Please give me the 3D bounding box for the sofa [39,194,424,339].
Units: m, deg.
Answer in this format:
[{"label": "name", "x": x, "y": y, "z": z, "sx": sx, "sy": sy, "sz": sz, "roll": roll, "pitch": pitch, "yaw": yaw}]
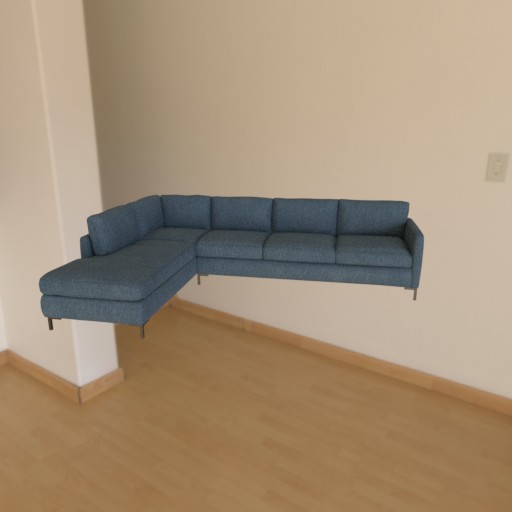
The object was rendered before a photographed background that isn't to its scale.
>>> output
[{"label": "sofa", "x": 0.000, "y": 0.000, "z": 3.952, "sx": 2.949, "sy": 0.815, "sz": 2.007, "roll": 3, "pitch": 16, "yaw": 11}]
